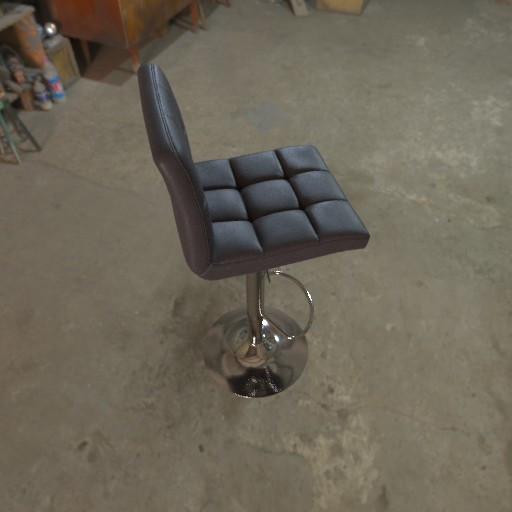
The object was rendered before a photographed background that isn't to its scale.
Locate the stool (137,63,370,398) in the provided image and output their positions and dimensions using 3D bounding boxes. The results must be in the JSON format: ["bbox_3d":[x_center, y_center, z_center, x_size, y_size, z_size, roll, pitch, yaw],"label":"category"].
[{"bbox_3d":[0.000,0.000,1.387,0.505,1.115,0.430,-11,49,-10],"label":"stool"}]
